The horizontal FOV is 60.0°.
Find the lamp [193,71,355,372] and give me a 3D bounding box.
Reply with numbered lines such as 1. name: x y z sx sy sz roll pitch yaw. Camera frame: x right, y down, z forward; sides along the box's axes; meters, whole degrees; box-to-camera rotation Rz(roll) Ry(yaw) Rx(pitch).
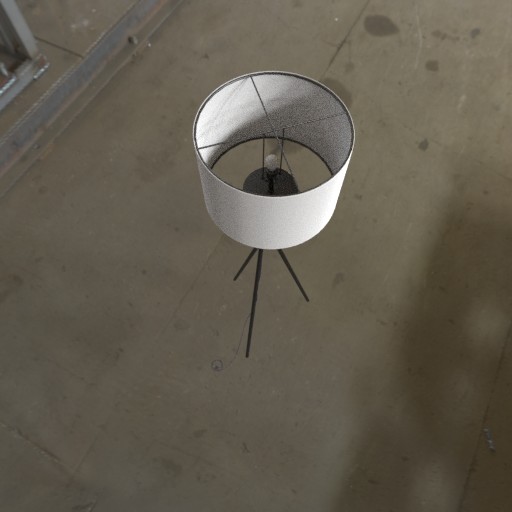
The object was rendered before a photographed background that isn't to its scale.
1. lamp: 0.000 0.000 1.918 0.667 1.624 0.522 -16 66 -7
